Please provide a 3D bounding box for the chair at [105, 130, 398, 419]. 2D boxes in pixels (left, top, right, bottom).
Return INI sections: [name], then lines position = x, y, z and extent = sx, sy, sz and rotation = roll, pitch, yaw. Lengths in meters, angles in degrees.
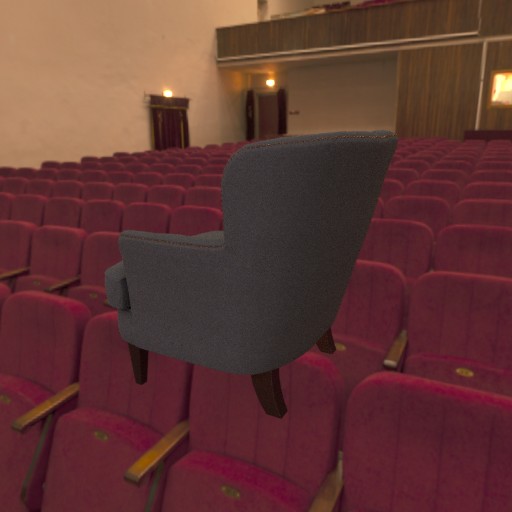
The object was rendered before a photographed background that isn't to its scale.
[chair]
position = 0.000, 0.000, 1.599
extent = 0.906, 0.868, 0.848
rotation = 8, 17, 27
